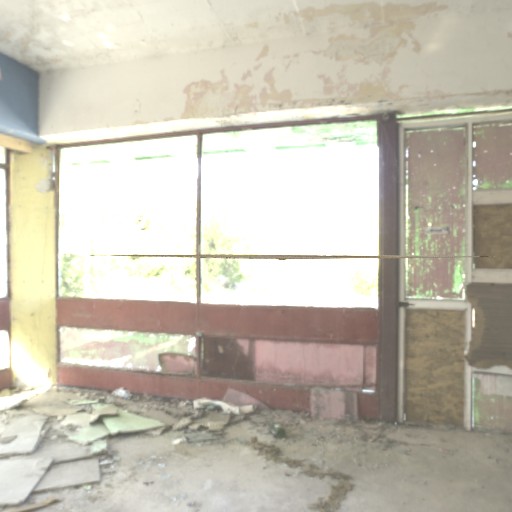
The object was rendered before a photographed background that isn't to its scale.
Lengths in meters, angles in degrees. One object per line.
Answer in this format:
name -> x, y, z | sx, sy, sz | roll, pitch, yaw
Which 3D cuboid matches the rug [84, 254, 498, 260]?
rug -> 0.000, 0.000, 2.351 | 1.268, 0.007, 1.918 | 0, 1, -37
